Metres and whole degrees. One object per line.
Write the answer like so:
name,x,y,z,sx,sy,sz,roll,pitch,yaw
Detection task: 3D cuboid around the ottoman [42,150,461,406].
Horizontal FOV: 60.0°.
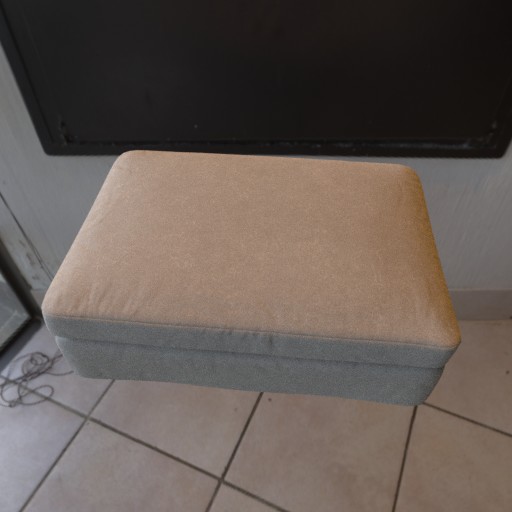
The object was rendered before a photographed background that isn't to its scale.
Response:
ottoman,0.000,0.000,1.569,1.199,0.429,0.840,4,47,4
